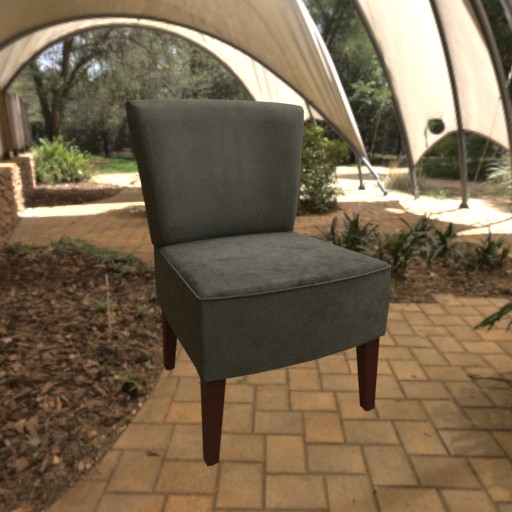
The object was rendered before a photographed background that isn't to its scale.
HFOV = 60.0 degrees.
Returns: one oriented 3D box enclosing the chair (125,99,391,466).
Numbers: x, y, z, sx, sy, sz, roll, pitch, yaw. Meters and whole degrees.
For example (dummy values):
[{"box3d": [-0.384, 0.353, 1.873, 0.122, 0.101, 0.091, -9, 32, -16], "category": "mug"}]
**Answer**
[{"box3d": [0.000, 0.000, 1.172, 0.521, 0.806, 0.554, -8, 18, -26], "category": "chair"}]
